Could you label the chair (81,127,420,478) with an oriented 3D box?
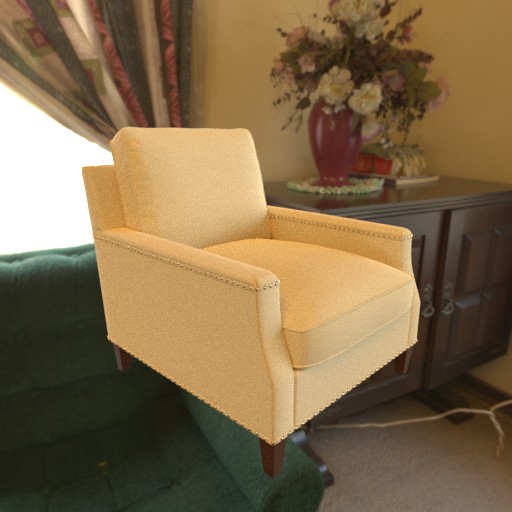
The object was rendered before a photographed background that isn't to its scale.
[{"bbox_3d":[0.000,0.000,1.684,1.014,0.943,0.853,15,21,42],"label":"chair"}]
